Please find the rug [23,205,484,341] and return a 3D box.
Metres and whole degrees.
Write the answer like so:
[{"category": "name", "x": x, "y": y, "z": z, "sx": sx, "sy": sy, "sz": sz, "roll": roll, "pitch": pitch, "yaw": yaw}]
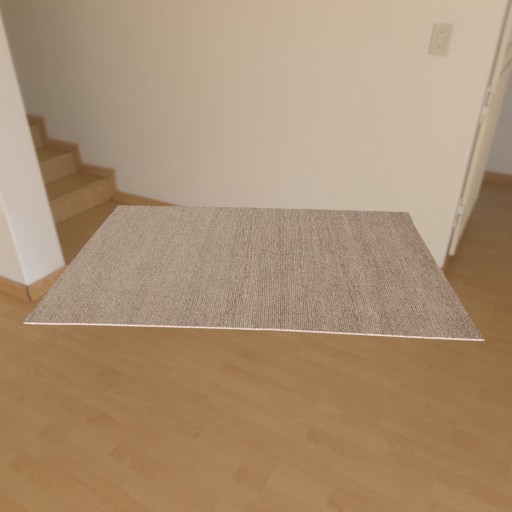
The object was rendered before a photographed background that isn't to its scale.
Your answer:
[{"category": "rug", "x": 0.000, "y": 0.000, "z": 2.209, "sx": 1.792, "sy": 0.021, "sz": 1.154, "roll": 2, "pitch": 30, "yaw": 3}]
